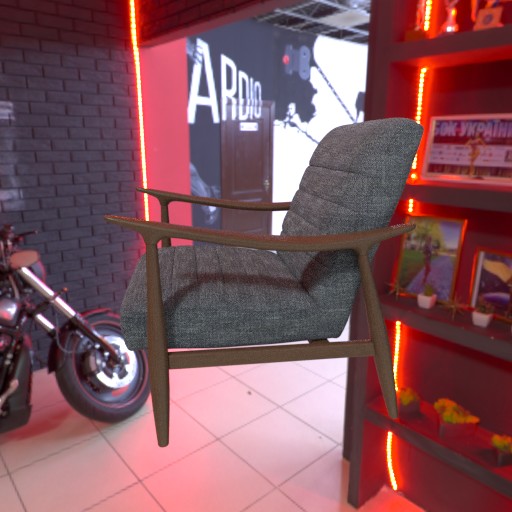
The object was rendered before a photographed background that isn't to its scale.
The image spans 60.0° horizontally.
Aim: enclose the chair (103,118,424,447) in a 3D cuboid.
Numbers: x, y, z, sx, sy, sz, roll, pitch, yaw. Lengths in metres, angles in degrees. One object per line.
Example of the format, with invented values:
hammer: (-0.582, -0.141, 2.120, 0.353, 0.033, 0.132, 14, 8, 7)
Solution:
chair: (0.000, 0.000, 1.417, 0.798, 0.832, 0.741, -2, 15, -8)
